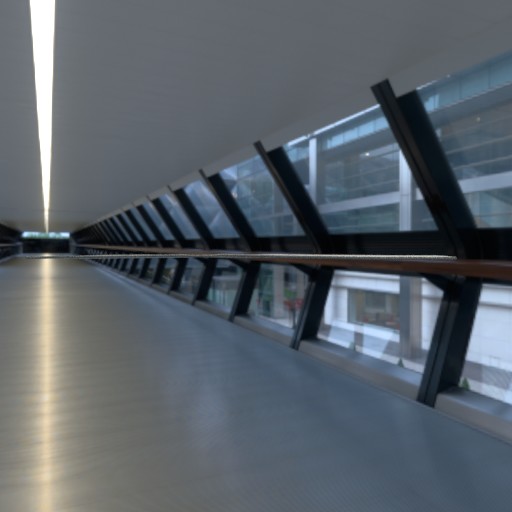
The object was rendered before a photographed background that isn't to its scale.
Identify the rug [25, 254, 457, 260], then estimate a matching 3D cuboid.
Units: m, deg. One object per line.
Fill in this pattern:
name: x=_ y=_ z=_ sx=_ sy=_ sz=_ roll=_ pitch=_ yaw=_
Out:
rug: x=0.000 y=0.000 z=2.987 sx=2.338 sy=0.030 sz=1.616 roll=0 pitch=0 yaw=19
